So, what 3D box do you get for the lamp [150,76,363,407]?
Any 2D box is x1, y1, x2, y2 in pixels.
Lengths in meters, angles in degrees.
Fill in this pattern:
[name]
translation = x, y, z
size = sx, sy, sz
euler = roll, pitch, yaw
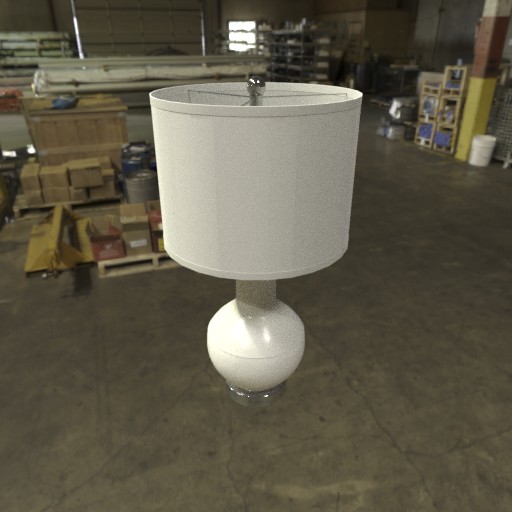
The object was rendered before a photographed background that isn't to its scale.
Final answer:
[lamp]
translation = 0.000, 0.000, 0.890
size = 0.357, 0.673, 0.357
euler = -9, 28, -17
